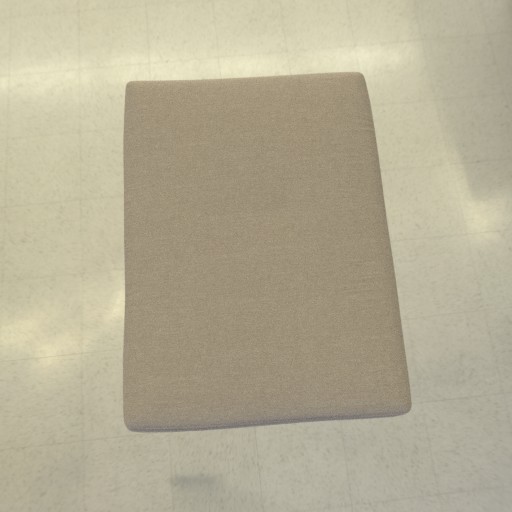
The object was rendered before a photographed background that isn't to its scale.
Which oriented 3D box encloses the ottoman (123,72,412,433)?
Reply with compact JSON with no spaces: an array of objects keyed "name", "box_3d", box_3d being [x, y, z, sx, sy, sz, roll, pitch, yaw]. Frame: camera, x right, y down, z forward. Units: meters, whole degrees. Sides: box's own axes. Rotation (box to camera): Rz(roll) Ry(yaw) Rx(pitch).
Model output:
[{"name":"ottoman","box_3d":[0.000,0.000,1.126,0.569,0.500,0.771,-3,76,-1]}]
